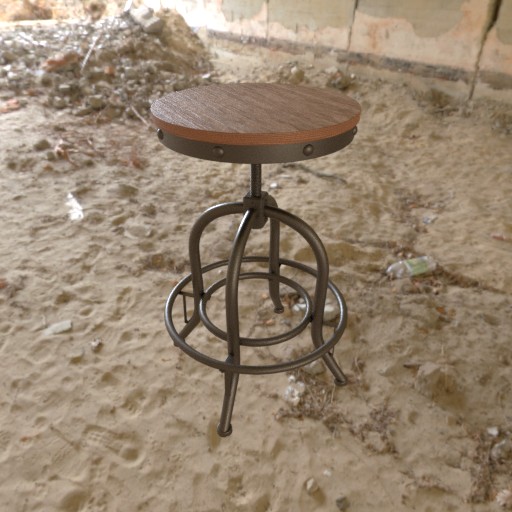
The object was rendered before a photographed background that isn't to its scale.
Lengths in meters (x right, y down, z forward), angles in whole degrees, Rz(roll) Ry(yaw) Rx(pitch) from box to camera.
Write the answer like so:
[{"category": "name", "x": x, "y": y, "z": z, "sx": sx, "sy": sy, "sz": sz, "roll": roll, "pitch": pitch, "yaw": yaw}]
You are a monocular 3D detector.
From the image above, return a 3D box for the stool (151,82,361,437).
[{"category": "stool", "x": 0.000, "y": 0.000, "z": 0.910, "sx": 0.439, "sy": 0.609, "sz": 0.439, "roll": 10, "pitch": 33, "yaw": 15}]
